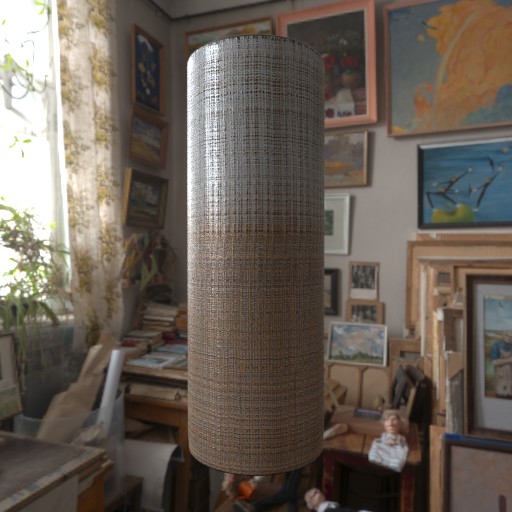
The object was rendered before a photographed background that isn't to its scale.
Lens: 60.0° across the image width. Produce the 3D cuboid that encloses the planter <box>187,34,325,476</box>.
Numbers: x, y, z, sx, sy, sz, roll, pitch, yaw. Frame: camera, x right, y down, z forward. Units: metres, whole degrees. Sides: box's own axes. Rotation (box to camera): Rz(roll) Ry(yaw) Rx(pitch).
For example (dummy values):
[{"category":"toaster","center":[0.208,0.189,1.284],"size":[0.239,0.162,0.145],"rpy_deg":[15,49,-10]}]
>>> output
[{"category":"planter","center":[0.000,0.000,0.325],"size":[0.099,0.278,0.099],"rpy_deg":[0,1,-18]}]
